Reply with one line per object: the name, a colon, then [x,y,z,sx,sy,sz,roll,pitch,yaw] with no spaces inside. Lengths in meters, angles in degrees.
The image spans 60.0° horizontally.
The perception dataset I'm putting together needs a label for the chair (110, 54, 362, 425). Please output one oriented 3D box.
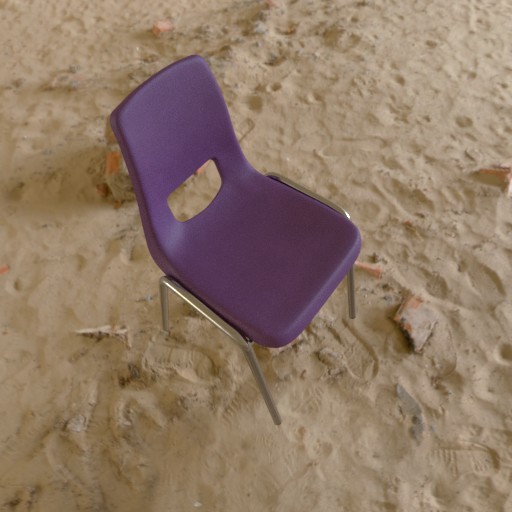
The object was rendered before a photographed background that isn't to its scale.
chair: [0.000,0.000,0.954,0.432,0.704,0.381,33,63,19]
